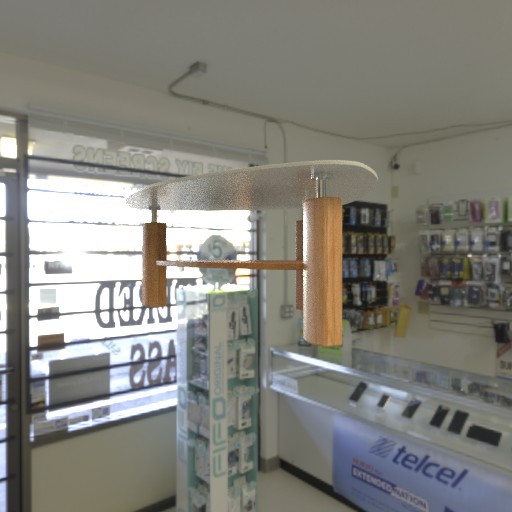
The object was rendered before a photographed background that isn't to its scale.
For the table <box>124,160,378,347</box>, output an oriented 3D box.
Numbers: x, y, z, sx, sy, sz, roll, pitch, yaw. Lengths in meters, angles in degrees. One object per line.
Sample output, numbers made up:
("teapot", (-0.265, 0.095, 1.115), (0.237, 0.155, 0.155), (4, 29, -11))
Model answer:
("table", (0.000, 0.000, 1.635), (0.850, 0.440, 1.250), (0, 0, -37))
